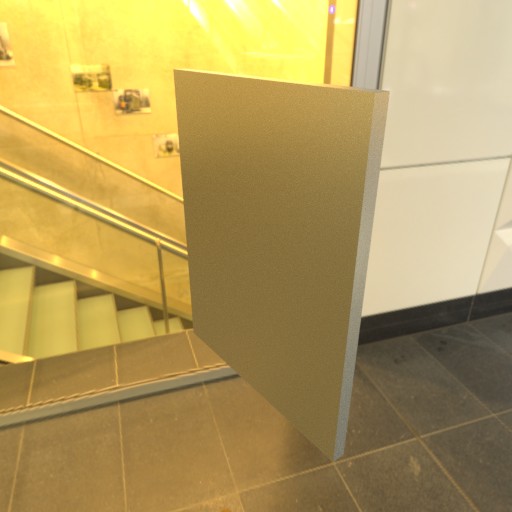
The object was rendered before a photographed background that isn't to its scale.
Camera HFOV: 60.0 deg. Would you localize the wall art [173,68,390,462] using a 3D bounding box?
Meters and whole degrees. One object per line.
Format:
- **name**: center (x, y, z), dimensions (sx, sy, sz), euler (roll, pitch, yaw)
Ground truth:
- **wall art**: center (0.000, 0.000, 0.759), dimensions (0.025, 0.569, 0.444), euler (-19, 32, -33)
